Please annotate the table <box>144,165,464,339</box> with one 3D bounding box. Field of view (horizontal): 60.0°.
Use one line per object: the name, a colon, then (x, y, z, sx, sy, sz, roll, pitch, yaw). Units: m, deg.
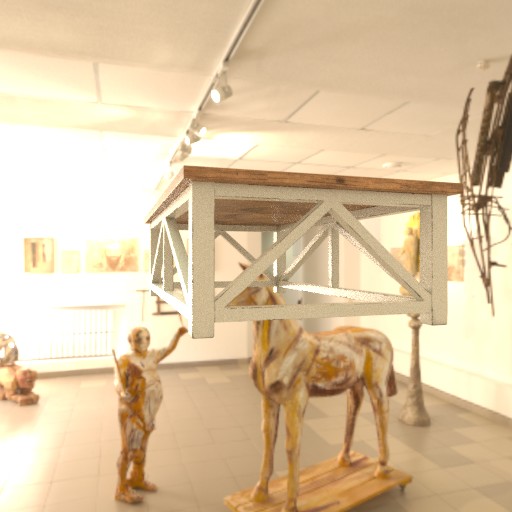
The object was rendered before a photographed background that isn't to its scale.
table: (0.000, 0.000, 1.811, 0.800, 0.410, 1.400, 0, 0, -18)
